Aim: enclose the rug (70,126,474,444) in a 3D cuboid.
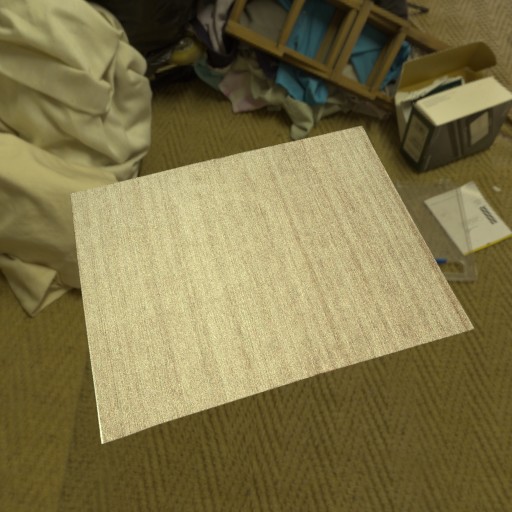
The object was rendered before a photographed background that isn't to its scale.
[{"bbox_3d":[0.000,0.000,4.131,3.202,0.045,2.434,-15,64,-8],"label":"rug"}]
